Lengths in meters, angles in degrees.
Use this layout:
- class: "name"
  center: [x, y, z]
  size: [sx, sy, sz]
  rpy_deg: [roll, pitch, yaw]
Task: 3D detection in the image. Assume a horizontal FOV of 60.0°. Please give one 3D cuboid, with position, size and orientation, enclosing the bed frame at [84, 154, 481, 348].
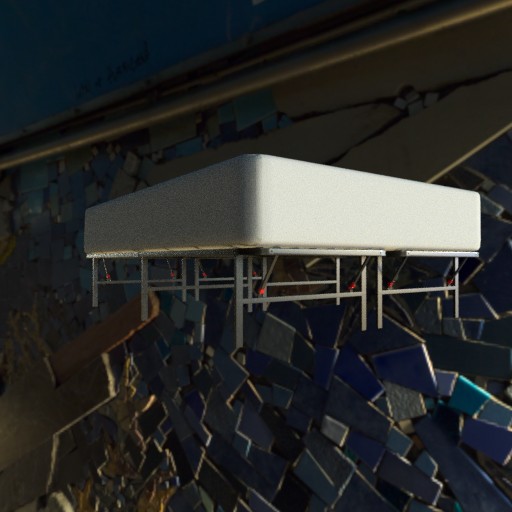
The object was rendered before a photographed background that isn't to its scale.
- class: "bed frame"
  center: [0.000, 0.000, 2.720]
  size: [1.528, 0.677, 2.037]
  rpy_deg: [0, -1, -36]
